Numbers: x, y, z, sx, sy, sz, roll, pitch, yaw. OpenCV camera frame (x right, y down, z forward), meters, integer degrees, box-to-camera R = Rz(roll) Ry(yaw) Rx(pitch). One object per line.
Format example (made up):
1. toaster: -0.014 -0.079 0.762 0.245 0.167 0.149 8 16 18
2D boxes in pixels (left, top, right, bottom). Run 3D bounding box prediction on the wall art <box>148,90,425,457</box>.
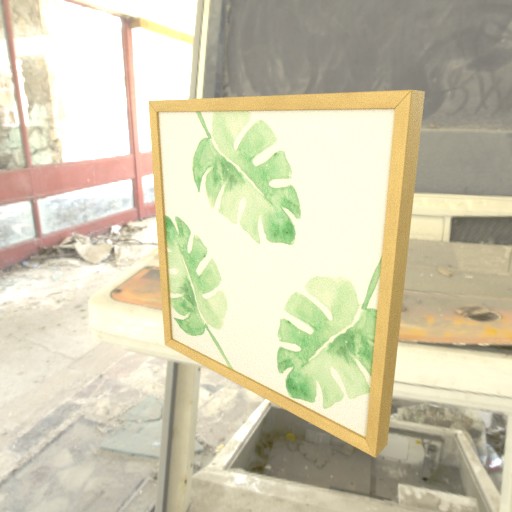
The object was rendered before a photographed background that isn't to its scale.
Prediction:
1. wall art: 0.000 0.000 0.751 0.508 0.508 0.038 15 23 40
